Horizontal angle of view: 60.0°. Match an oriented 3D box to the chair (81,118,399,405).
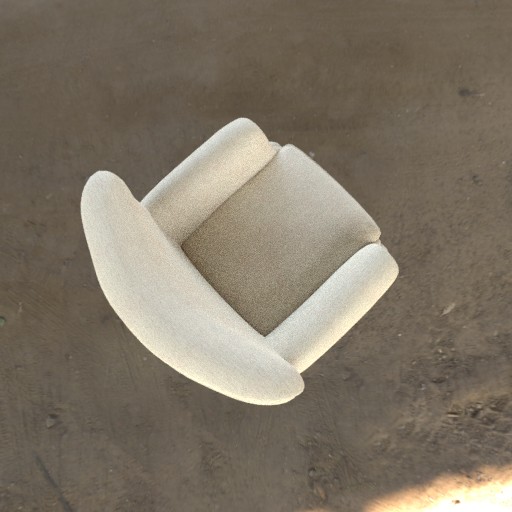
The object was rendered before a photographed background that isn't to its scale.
[{"bbox_3d":[0.000,0.000,1.678,0.921,0.936,0.861,-42,79,-10],"label":"chair"}]
